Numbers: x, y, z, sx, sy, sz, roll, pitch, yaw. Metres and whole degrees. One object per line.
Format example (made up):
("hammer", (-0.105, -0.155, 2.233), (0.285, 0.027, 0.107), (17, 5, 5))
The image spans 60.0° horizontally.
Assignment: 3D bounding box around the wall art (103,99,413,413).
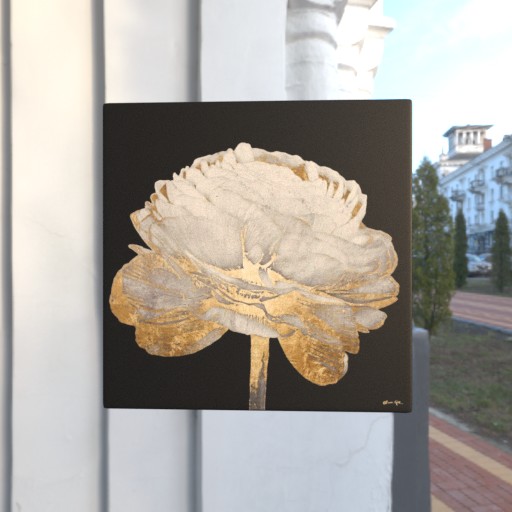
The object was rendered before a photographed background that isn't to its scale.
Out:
("wall art", (0.000, 0.000, 0.601), (0.406, 0.407, 0.041), (0, 0, 2))
